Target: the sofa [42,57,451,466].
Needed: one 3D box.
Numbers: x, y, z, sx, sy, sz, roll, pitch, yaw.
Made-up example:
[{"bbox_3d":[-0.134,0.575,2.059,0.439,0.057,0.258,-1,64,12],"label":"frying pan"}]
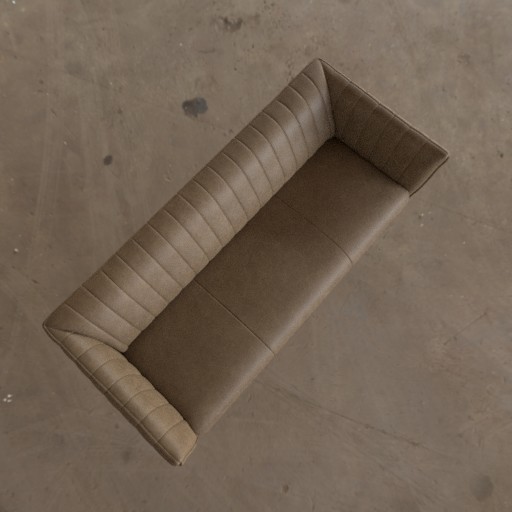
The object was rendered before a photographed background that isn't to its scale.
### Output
[{"bbox_3d":[0.000,0.000,2.412,0.876,0.779,1.980,41,78,10],"label":"sofa"}]
